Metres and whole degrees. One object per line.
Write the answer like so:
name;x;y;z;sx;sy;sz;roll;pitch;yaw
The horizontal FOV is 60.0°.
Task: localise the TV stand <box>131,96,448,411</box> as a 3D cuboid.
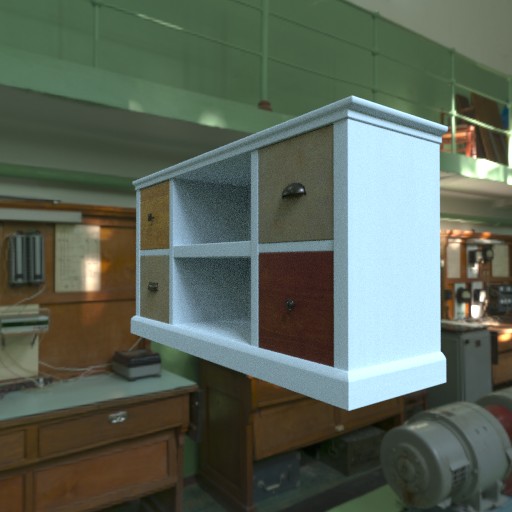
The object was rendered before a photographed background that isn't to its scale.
TV stand;0.000;0.000;1.471;0.424;0.624;1.187;1;-1;-36
